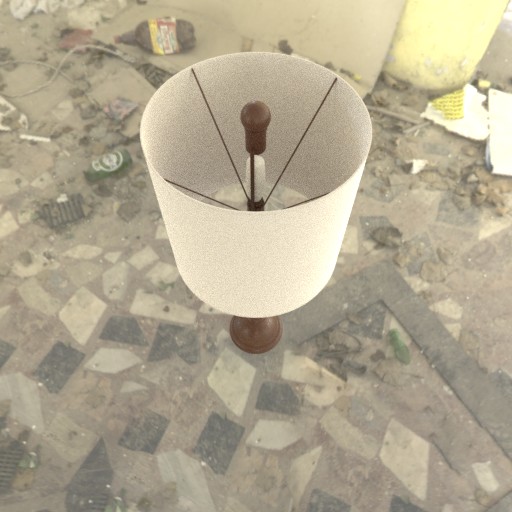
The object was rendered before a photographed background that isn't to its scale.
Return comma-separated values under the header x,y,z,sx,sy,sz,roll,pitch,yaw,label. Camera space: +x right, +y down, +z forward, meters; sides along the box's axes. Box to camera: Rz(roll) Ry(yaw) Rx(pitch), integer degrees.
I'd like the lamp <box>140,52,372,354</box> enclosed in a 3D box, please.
x,y,z,sx,sy,sz,roll,pitch,yaw,label
0.000,0.000,0.715,0.250,0.597,0.250,-35,64,-20,lamp
